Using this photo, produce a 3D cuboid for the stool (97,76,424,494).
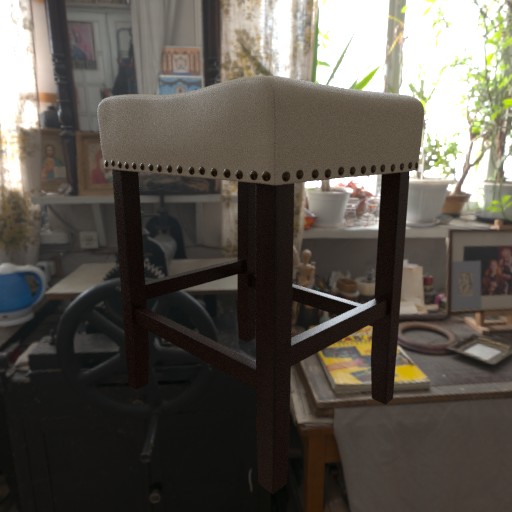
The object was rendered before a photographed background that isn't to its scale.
[{"bbox_3d":[0.000,0.000,0.888,0.401,0.609,0.471,-14,20,-43],"label":"stool"}]
